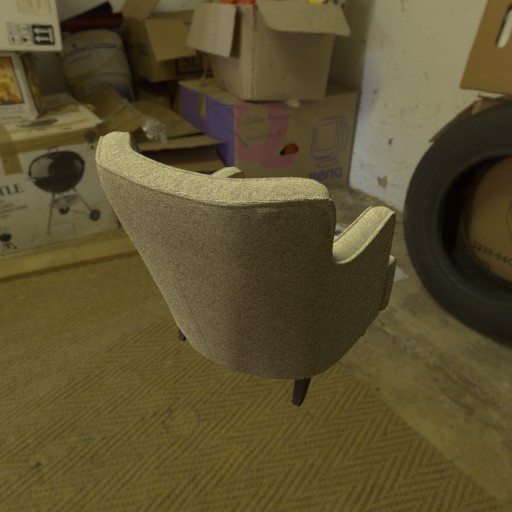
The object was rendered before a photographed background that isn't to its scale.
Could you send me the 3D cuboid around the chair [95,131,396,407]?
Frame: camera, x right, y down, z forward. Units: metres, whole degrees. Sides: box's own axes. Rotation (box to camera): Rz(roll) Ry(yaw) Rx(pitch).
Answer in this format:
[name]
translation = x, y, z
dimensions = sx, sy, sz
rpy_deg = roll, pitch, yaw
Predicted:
[chair]
translation = 0.000, 0.000, 1.666
dimensions = 0.820, 0.920, 0.910
rpy_deg = 21, 37, 31
